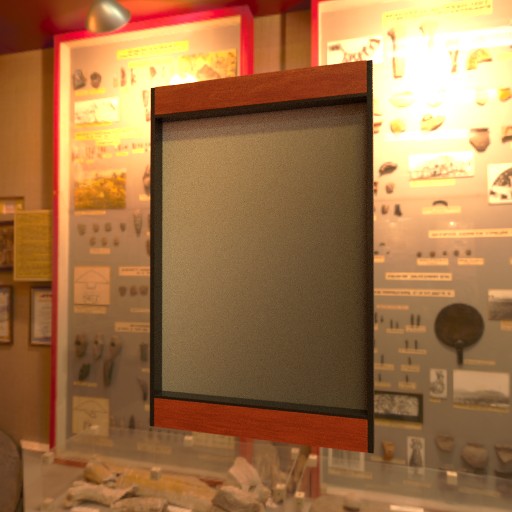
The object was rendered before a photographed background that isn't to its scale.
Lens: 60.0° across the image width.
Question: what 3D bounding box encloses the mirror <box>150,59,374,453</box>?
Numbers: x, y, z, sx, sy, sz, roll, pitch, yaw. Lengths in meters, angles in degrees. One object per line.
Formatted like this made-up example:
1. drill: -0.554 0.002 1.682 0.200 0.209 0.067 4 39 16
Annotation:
1. mirror: 0.000 0.000 1.022 0.525 0.823 0.047 0 -1 17
